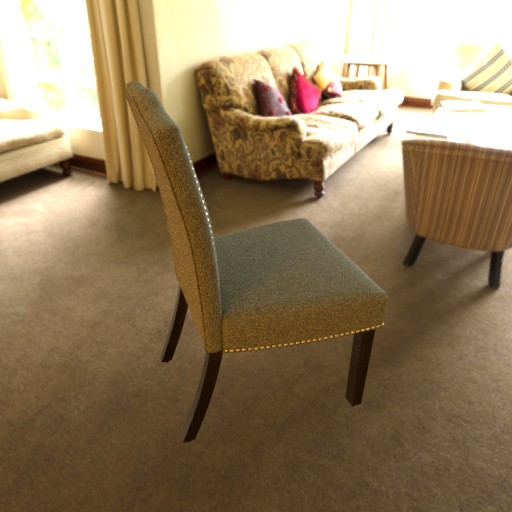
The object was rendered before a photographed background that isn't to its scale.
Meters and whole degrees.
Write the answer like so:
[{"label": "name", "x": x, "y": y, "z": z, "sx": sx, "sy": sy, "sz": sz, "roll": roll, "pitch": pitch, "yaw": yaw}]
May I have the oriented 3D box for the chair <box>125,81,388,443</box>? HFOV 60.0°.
[{"label": "chair", "x": 0.000, "y": 0.000, "z": 1.277, "sx": 0.589, "sy": 0.946, "sz": 0.518, "roll": -11, "pitch": 32, "yaw": -17}]
